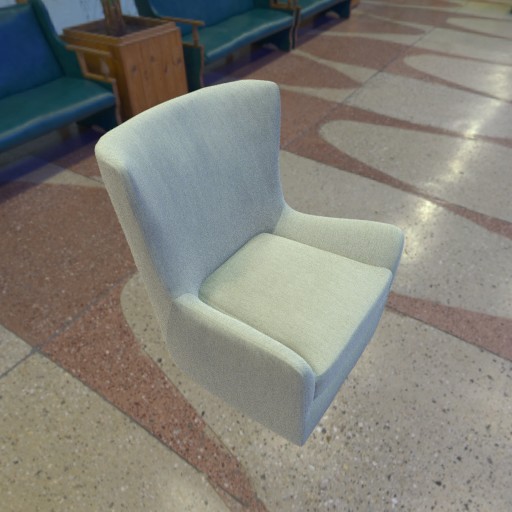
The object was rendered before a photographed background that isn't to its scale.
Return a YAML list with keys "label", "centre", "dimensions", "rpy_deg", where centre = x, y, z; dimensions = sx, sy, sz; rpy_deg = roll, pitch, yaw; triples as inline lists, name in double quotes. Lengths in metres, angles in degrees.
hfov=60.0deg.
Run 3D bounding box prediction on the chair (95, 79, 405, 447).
- label: "chair"
  centre: [0.000, 0.000, 1.657]
  dimensions: [0.904, 1.000, 0.779]
  rpy_deg: [24, 46, 26]
